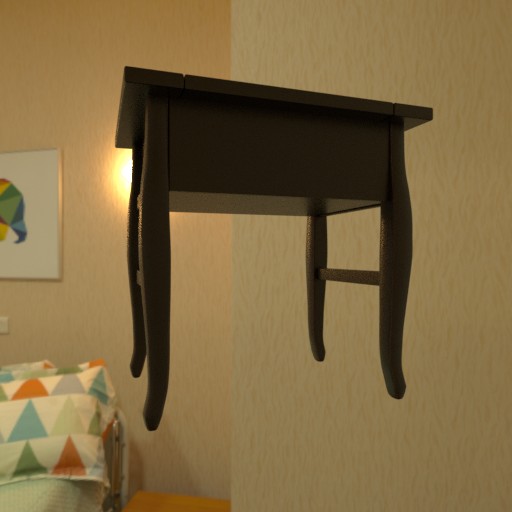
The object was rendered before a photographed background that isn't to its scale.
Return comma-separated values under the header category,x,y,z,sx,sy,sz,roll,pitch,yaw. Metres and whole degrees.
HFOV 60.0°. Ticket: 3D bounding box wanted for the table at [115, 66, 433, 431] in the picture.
category,x,y,z,sx,sy,sz,roll,pitch,yaw
table,0.000,0.000,1.016,0.602,0.604,0.460,0,0,-19
